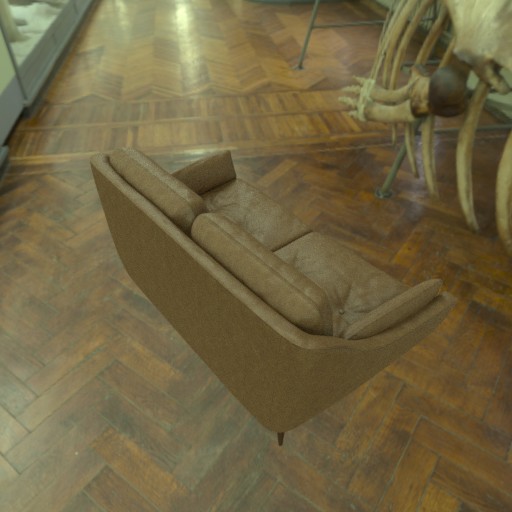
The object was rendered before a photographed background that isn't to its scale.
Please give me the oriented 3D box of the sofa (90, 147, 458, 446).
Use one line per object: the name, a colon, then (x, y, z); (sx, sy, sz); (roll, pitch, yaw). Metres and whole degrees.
sofa: (0.000, 0.000, 2.296); (0.981, 0.886, 1.731); (-28, 48, -29)
